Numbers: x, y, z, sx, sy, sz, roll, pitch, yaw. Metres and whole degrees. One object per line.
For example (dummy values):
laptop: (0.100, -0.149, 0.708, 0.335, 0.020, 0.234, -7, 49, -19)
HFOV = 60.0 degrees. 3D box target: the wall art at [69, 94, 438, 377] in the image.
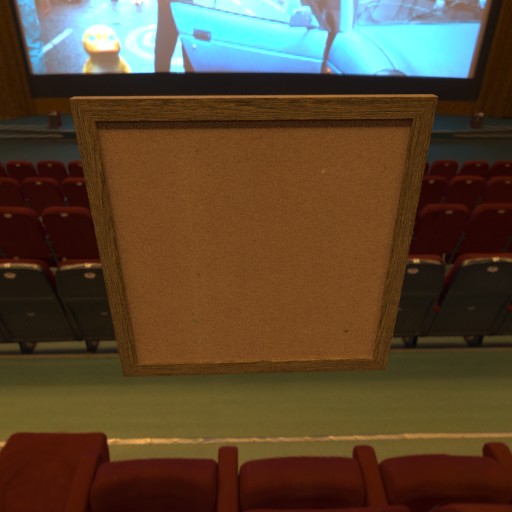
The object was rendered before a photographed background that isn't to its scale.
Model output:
wall art: (0.000, 0.000, 0.741, 0.508, 0.508, 0.019, -1, 29, -2)
